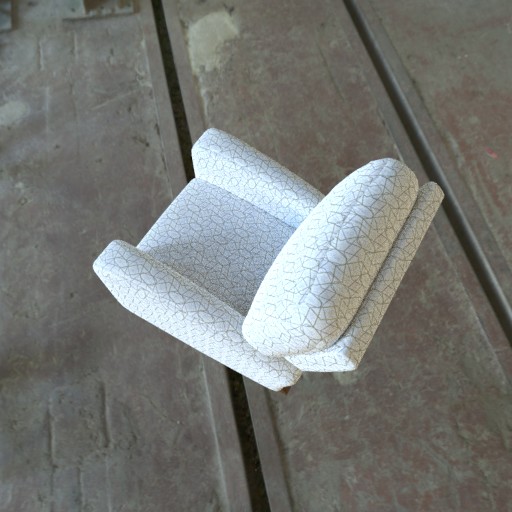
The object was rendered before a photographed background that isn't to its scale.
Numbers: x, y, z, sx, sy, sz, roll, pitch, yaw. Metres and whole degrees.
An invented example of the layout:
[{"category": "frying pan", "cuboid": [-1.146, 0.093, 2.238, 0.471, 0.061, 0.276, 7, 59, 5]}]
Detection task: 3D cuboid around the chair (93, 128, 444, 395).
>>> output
[{"category": "chair", "cuboid": [0.000, 0.000, 1.754, 0.995, 1.064, 0.796, 29, 68, 13]}]
